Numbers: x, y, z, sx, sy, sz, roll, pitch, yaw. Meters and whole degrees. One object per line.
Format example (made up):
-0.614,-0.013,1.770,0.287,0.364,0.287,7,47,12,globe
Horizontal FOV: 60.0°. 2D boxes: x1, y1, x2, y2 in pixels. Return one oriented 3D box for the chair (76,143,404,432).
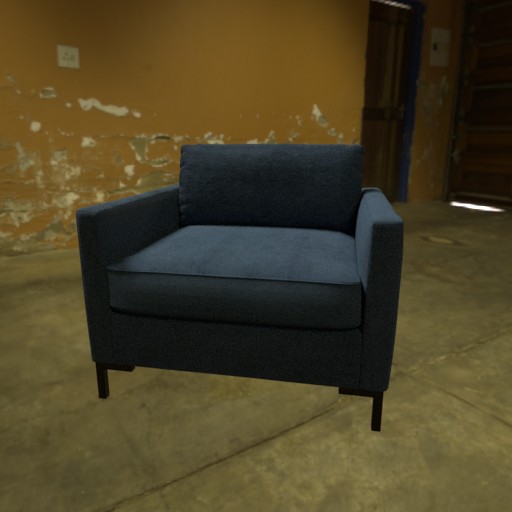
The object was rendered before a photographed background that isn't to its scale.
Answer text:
0.000,0.000,1.656,0.964,0.812,0.875,3,15,11,chair
